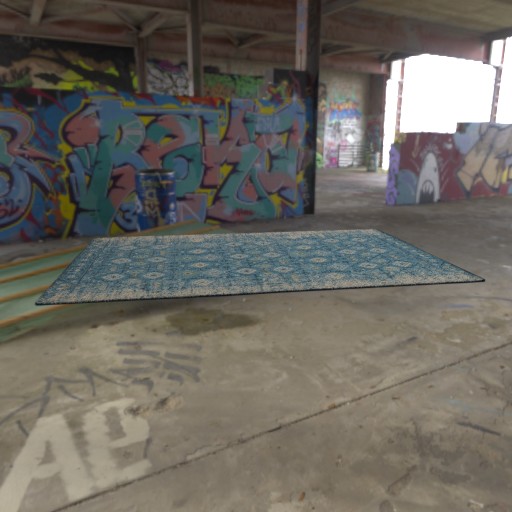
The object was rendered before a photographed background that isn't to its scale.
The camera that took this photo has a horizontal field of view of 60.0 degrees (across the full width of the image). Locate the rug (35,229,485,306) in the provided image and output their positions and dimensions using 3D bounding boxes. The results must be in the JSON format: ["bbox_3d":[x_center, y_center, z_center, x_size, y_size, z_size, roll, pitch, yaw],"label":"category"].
[{"bbox_3d":[0.000,0.000,3.077,2.449,0.015,1.530,-2,15,-9],"label":"rug"}]
